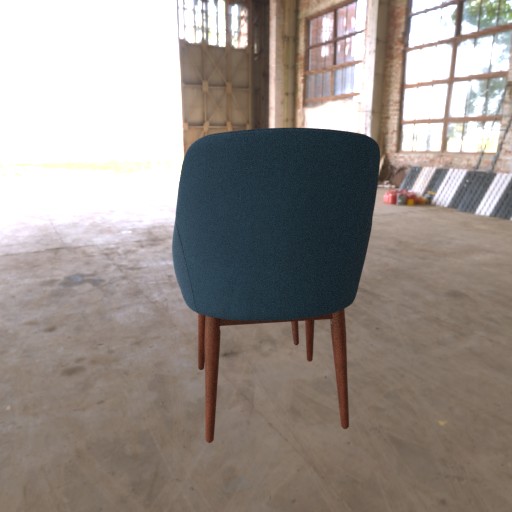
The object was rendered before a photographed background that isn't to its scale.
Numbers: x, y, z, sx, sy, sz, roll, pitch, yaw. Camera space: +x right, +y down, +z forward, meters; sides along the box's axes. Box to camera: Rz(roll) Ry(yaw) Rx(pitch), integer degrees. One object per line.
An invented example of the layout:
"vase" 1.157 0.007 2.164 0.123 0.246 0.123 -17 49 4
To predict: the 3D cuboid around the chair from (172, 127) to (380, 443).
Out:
"chair" 0.000 0.000 1.611 0.584 0.866 1.114 -2 15 -9
